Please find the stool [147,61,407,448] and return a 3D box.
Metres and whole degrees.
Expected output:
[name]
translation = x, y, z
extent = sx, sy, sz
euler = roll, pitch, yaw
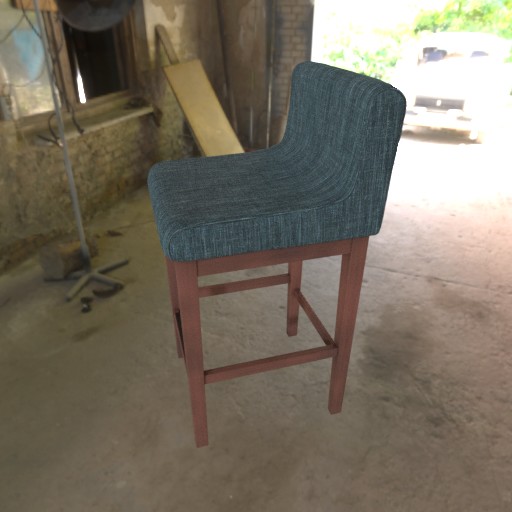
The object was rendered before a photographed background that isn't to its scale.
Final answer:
[stool]
translation = 0.000, 0.000, 1.082
extent = 0.459, 0.835, 0.395
euler = -8, 31, -14
